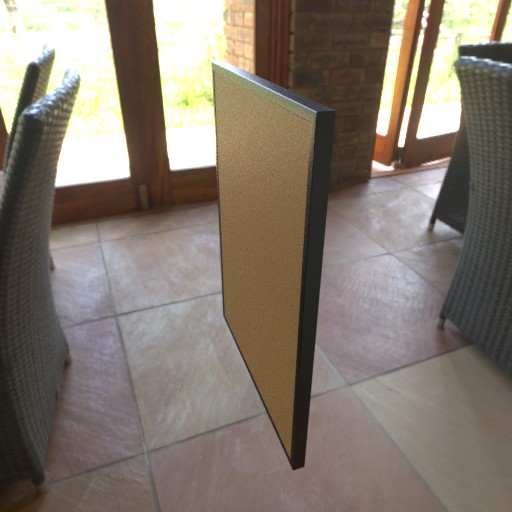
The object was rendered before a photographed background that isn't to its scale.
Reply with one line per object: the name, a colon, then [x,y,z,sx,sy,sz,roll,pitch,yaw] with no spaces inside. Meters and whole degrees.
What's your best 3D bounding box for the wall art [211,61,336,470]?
wall art: [0.000,0.000,1.415,0.039,1.061,0.804,-10,32,-16]
